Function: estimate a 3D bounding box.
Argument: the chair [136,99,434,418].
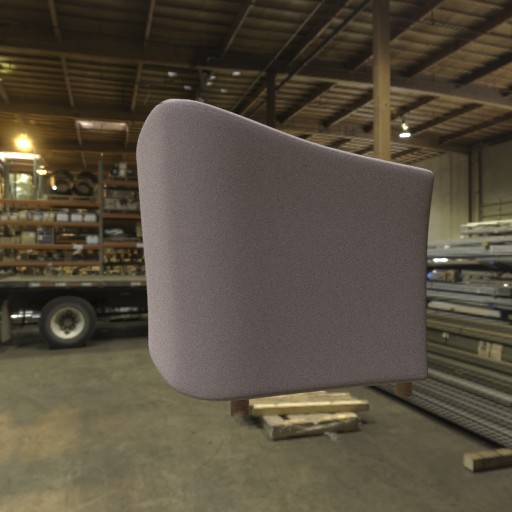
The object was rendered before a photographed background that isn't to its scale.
[{"bbox_3d":[0.000,0.000,1.371,0.700,0.720,0.790,0,0,-19],"label":"chair"}]
